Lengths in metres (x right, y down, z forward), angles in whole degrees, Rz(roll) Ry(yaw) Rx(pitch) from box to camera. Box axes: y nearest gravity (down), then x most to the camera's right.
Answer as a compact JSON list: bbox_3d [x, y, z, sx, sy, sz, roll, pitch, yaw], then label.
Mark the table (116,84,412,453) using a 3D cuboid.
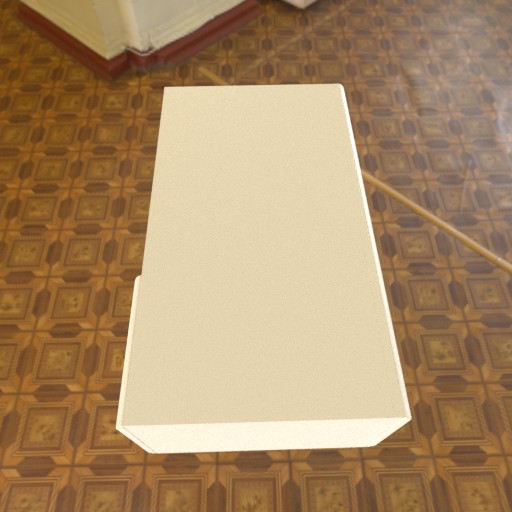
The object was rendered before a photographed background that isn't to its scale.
[{"bbox_3d":[0.000,0.000,1.408,0.639,0.442,1.097,-1,58,-1],"label":"table"}]
